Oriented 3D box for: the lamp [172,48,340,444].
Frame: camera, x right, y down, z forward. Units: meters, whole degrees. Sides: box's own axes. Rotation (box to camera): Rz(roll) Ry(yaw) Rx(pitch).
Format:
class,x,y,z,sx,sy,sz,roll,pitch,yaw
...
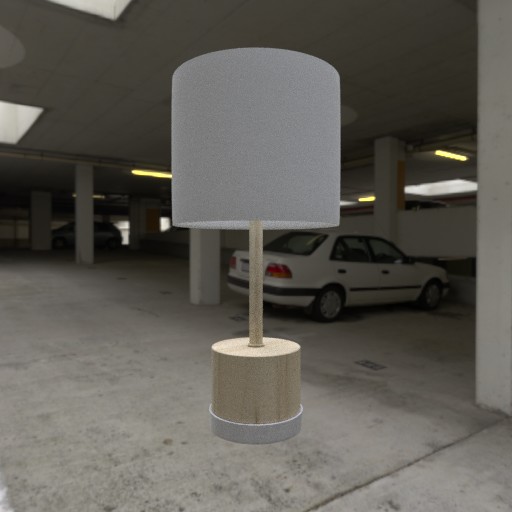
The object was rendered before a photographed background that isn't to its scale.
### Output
class,x,y,z,sx,sy,sz,roll,pitch,yaw
lamp,0.000,0.000,0.613,0.229,0.470,0.229,-1,1,-36
